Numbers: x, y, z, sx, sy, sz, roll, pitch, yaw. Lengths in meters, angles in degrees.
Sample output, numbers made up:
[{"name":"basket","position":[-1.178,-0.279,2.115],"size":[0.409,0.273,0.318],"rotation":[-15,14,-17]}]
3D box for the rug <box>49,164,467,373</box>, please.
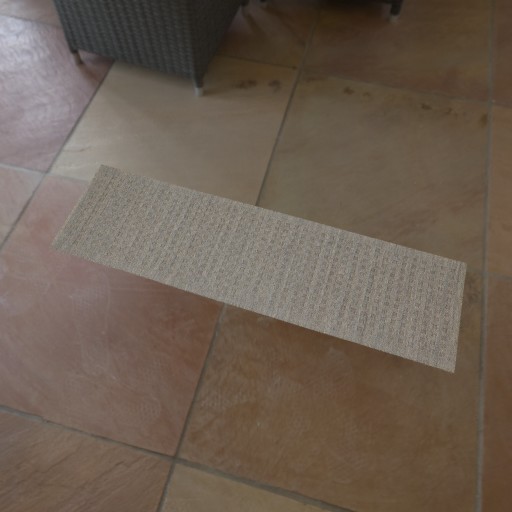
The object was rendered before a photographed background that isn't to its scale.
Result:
[{"name":"rug","position":[0.000,0.000,2.681],"size":[2.437,0.005,0.688],"rotation":[16,63,8]}]
